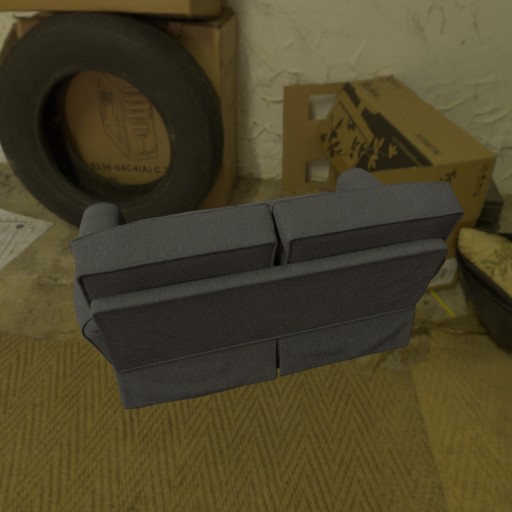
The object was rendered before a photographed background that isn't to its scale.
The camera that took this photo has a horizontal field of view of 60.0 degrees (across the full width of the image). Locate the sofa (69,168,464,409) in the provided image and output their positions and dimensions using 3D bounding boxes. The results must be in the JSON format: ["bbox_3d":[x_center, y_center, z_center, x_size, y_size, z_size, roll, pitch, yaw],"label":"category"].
[{"bbox_3d":[0.000,0.000,2.379,1.801,1.059,0.997,-10,41,-12],"label":"sofa"}]
